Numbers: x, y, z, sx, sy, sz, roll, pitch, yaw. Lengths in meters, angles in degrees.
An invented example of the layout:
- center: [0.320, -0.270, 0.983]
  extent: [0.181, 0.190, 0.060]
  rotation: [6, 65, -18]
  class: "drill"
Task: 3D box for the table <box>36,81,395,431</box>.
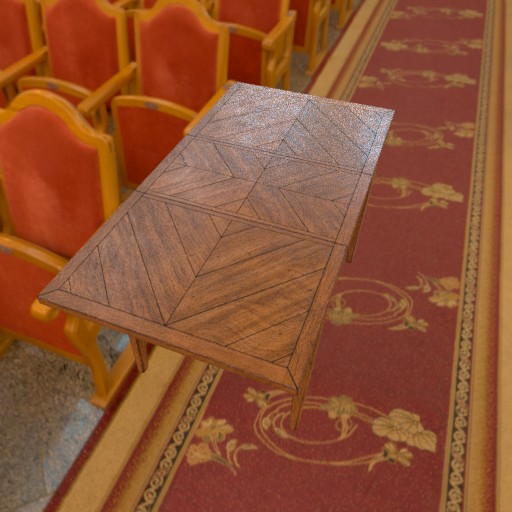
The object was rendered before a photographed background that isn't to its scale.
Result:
- center: [0.000, 0.000, 1.853]
  extent: [0.757, 0.760, 1.400]
  rotation: [16, 49, 14]
  class: "table"
